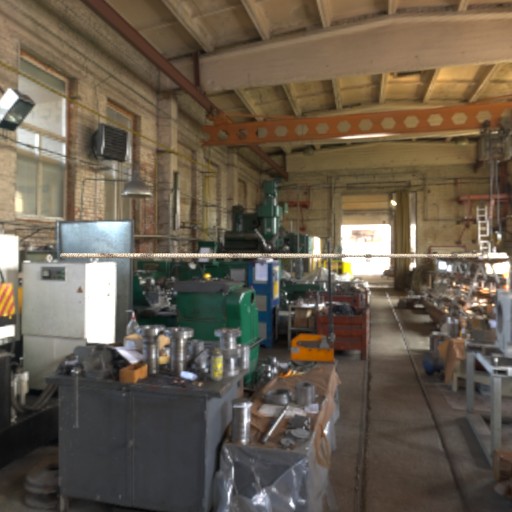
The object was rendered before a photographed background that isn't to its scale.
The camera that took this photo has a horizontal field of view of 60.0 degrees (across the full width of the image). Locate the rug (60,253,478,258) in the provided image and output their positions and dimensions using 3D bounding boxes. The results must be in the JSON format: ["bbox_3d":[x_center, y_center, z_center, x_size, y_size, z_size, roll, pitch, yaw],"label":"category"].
[{"bbox_3d":[0.000,0.000,3.527,2.701,0.026,1.801,0,0,-19],"label":"rug"}]
